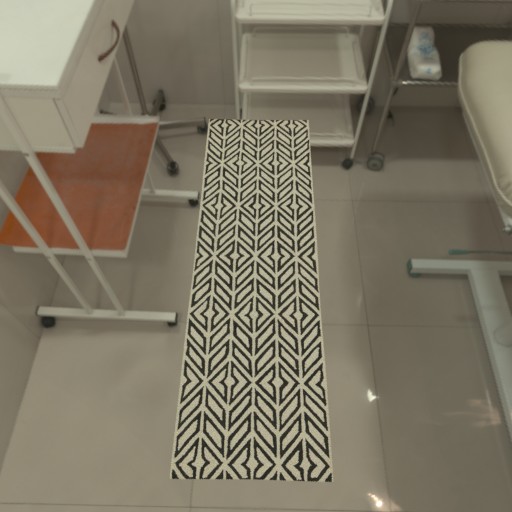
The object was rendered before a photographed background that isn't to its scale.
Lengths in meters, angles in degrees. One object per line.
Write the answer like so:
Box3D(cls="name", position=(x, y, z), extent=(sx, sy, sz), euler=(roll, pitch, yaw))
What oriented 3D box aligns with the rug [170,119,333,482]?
Box3D(cls="rug", position=(0.000, 0.000, 2.680), extent=(0.750, 0.009, 2.435), euler=(1, 57, 1))
